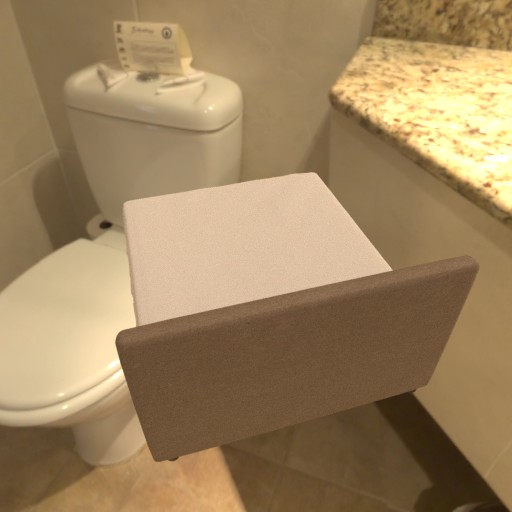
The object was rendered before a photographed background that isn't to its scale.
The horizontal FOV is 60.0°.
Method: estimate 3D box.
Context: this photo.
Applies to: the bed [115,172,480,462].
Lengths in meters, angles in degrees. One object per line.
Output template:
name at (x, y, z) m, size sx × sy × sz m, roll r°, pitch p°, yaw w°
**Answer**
bed at (0.000, 0.000, 3.555) m, size 2.119 × 1.317 × 2.341 m, roll -11°, pitch 42°, yaw -12°
